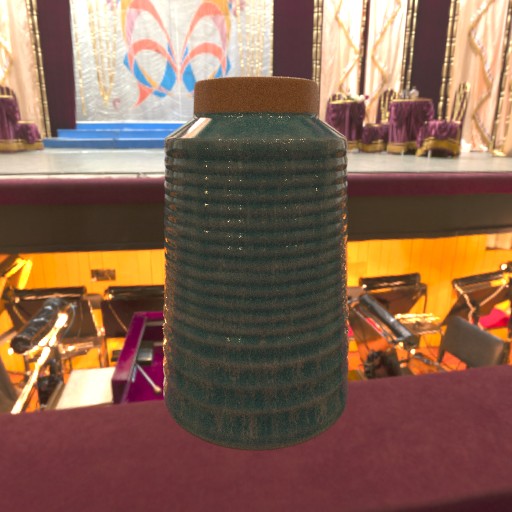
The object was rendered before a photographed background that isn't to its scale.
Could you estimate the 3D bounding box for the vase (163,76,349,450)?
[{"bbox_3d":[0.000,0.000,0.365,0.163,0.267,0.163,0,16,0],"label":"vase"}]
